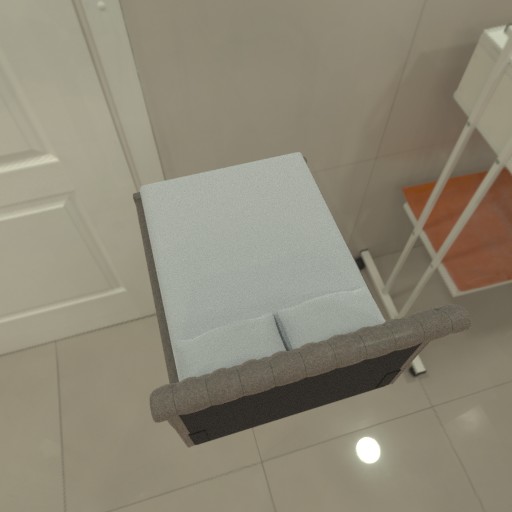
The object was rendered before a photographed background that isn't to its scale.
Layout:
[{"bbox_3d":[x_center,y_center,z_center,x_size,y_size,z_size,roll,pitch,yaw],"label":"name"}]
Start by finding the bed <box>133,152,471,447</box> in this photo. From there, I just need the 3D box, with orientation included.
[{"bbox_3d":[0.000,0.000,3.266,1.645,1.371,2.252,-14,58,-9],"label":"bed"}]
